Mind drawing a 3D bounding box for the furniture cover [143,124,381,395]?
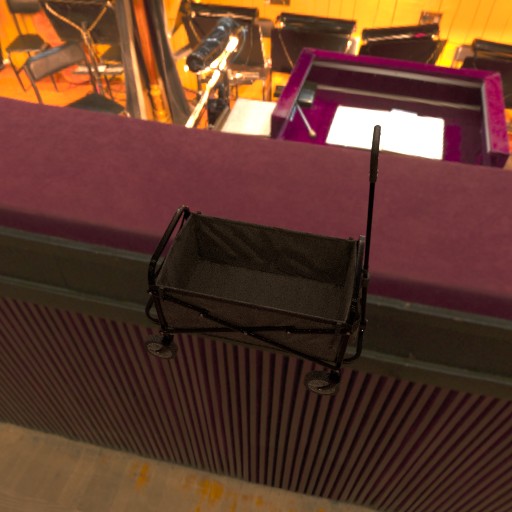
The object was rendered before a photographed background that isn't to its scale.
[{"bbox_3d":[0.000,0.000,1.859,1.038,1.295,0.532,10,49,9],"label":"furniture cover"}]
